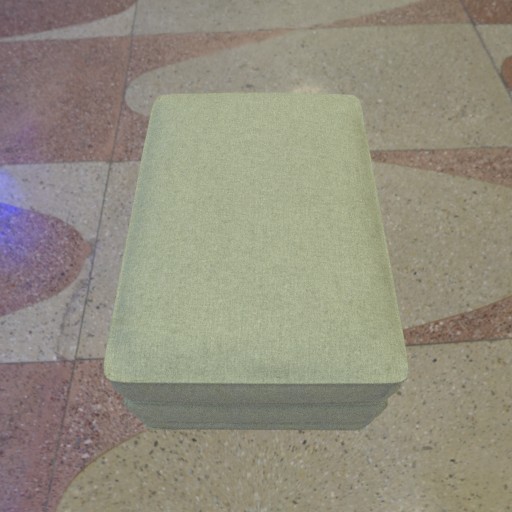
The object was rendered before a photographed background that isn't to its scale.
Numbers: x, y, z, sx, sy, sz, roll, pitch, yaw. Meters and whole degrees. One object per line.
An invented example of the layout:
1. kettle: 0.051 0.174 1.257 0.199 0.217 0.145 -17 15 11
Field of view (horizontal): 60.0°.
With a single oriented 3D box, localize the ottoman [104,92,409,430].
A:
1. ottoman: 0.000 0.000 1.215 0.611 0.508 0.848 0 58 0
